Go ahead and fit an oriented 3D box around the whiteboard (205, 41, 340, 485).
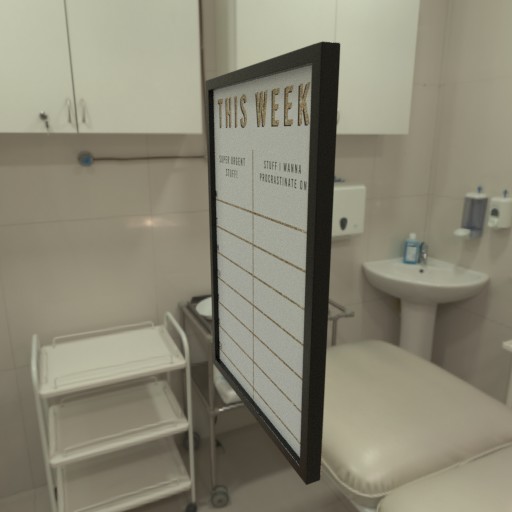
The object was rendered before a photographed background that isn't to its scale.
[{"bbox_3d":[0.000,0.000,0.767,0.026,0.611,0.406,-7,17,-24],"label":"whiteboard"}]
